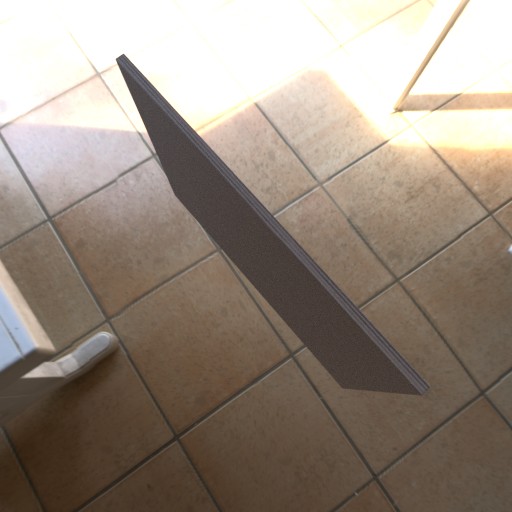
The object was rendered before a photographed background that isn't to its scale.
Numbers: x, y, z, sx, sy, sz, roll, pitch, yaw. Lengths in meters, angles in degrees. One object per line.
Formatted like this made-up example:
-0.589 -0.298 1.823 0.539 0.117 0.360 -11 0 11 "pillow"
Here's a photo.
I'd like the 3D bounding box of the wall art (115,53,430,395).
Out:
0.000 0.000 0.677 0.013 0.406 0.508 -39 78 -10 "wall art"
